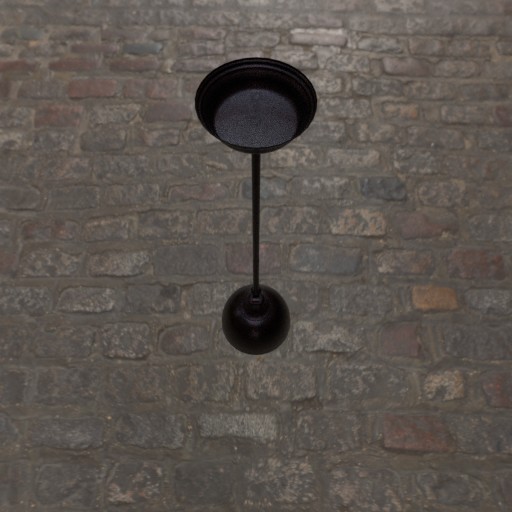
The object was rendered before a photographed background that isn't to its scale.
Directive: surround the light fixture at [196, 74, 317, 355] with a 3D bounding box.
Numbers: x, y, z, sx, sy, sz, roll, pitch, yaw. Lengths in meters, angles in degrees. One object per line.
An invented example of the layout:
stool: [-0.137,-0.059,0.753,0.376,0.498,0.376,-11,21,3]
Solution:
light fixture: [0.000,0.000,0.834,0.182,0.768,0.182,1,63,0]
